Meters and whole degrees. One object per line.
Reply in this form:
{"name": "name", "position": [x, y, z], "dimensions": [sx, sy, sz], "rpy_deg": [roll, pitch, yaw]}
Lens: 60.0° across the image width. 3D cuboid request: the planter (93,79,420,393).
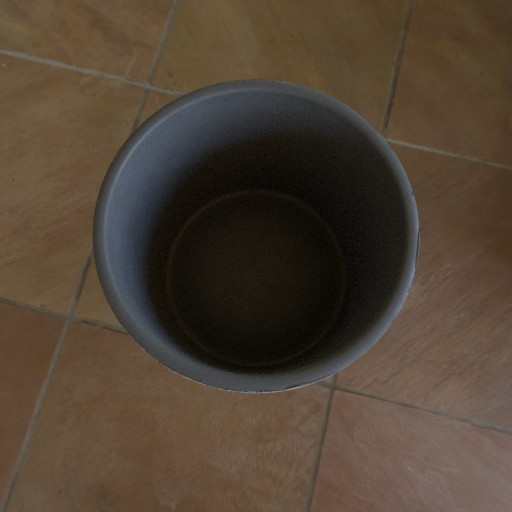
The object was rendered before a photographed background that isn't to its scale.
{"name": "planter", "position": [0.000, 0.000, 0.396], "dimensions": [0.226, 0.201, 0.226], "rpy_deg": [0, 77, 0]}
